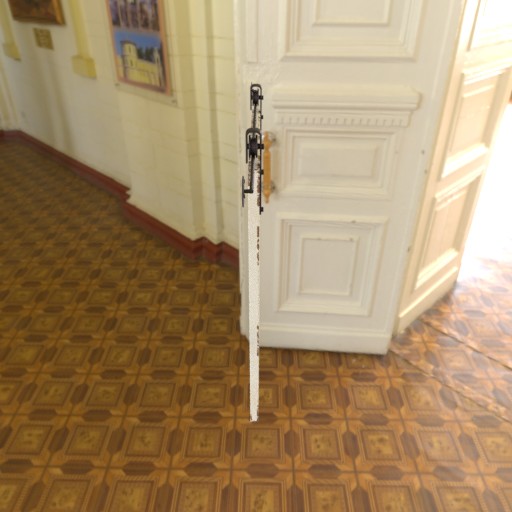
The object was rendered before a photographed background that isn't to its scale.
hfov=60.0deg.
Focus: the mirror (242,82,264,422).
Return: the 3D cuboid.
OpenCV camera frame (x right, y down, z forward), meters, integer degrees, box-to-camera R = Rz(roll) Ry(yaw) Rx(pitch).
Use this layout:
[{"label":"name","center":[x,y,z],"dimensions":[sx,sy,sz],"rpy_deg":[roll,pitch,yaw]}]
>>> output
[{"label":"mirror","center":[0.000,0.000,1.258],"dimensions":[0.037,0.844,0.808],"rpy_deg":[0,32,1]}]
